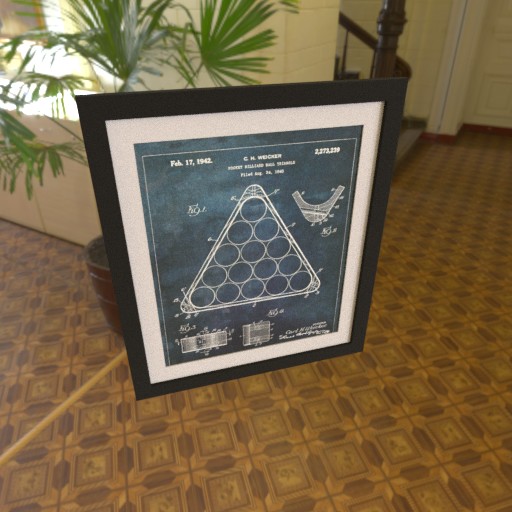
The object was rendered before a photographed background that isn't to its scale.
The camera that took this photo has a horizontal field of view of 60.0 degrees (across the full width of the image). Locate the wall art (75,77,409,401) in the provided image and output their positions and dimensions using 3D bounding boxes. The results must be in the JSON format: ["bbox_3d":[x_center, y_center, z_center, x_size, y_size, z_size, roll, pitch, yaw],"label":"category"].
[{"bbox_3d":[0.000,0.000,0.496,0.311,0.361,0.010,-9,32,-14],"label":"wall art"}]
